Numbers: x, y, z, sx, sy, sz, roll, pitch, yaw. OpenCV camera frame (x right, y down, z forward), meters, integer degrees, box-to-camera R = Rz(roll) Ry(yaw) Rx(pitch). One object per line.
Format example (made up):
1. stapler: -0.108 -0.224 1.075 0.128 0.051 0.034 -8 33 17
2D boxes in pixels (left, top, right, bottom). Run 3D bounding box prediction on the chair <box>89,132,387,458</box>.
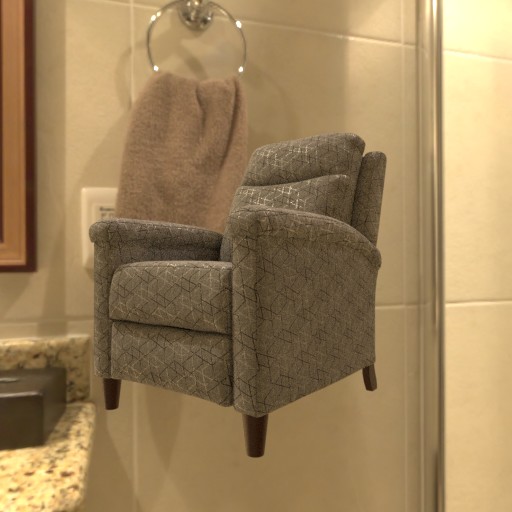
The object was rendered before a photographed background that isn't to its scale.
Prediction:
1. chair: 0.000 0.000 1.690 0.753 1.048 0.987 0 0 36
